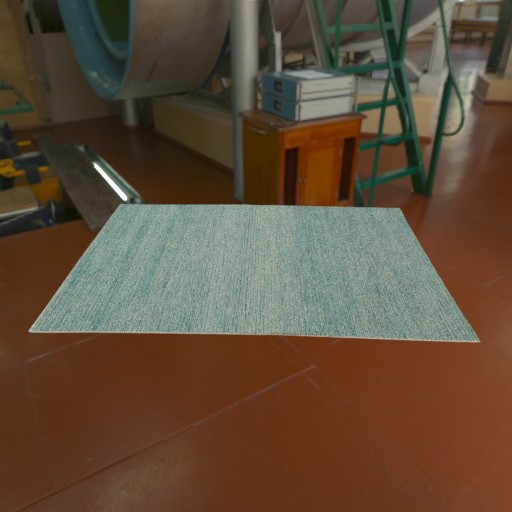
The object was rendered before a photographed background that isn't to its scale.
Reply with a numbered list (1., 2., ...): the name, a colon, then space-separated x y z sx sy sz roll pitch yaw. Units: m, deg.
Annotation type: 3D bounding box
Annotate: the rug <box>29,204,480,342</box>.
1. rug: 0.000 0.000 2.934 2.305 0.029 1.593 1 31 2
